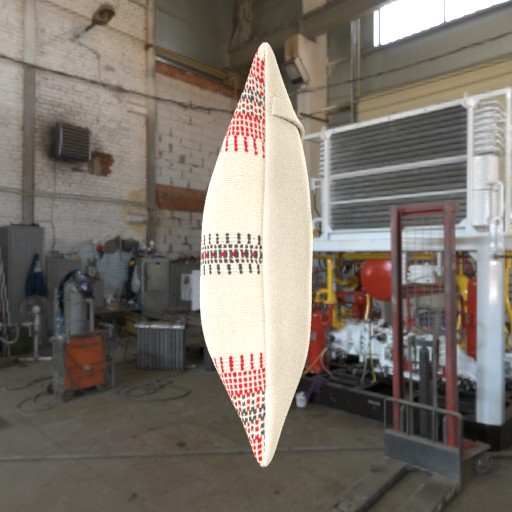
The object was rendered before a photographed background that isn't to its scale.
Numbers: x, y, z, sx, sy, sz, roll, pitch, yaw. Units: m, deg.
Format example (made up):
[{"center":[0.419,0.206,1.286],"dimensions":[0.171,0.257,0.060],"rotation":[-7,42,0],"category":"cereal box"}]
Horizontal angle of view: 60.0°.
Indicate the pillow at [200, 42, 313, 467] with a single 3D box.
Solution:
[{"center":[0.000,0.000,0.700],"dimensions":[0.160,0.454,0.463],"rotation":[0,0,-1],"category":"pillow"}]
